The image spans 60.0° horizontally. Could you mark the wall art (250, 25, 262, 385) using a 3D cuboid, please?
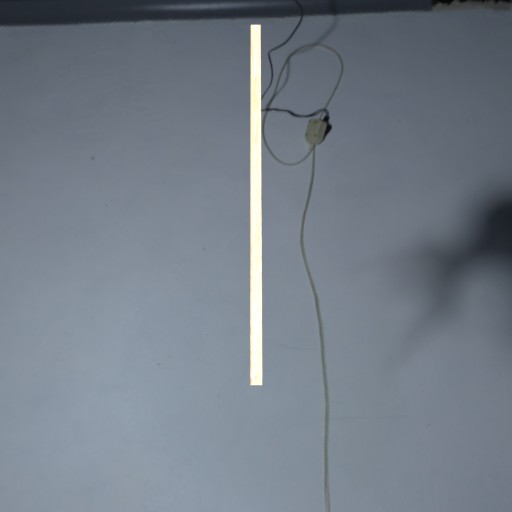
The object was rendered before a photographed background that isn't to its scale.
[{"bbox_3d":[0.000,0.000,1.905,0.028,1.533,0.999,0,76,0],"label":"wall art"}]
